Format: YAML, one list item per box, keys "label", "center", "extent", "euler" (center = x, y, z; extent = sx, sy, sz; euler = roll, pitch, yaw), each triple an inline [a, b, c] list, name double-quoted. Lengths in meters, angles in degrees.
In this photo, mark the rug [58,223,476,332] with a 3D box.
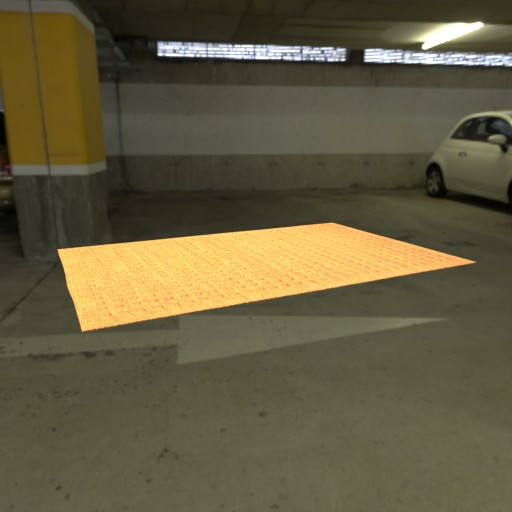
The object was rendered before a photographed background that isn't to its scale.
- label: "rug"
  center: [0.000, 0.000, 2.198]
  extent: [1.747, 0.006, 1.143]
  euler: [-7, 16, -26]
